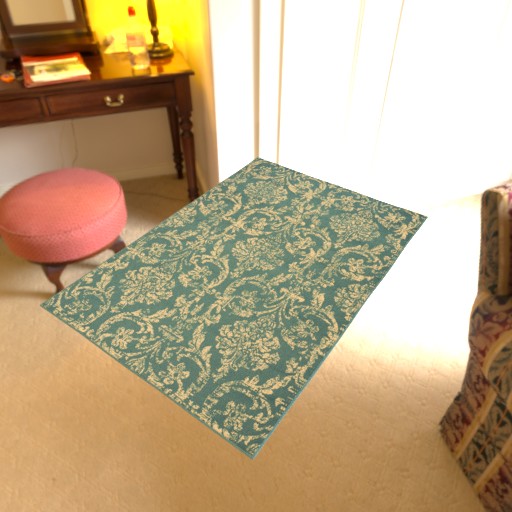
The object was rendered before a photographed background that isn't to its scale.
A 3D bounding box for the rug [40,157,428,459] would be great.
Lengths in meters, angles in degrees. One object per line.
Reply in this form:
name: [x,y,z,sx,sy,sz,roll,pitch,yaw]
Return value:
rug: [0.000,0.000,2.941,1.554,0.012,2.205,25,47,26]
